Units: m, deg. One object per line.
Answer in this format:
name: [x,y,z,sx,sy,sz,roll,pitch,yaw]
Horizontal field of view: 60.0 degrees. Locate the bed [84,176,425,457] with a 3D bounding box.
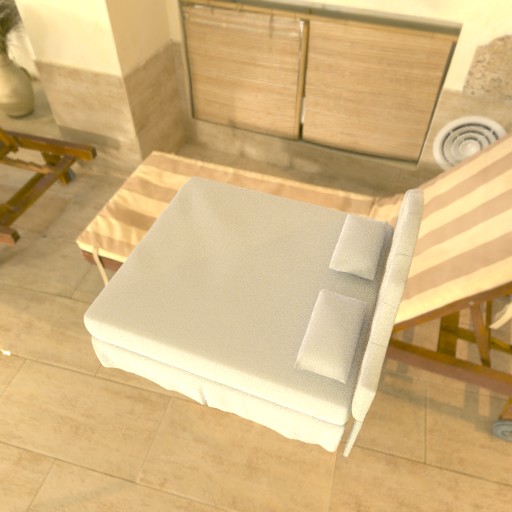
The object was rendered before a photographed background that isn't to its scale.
bed: [0.000,0.000,3.606,2.214,1.615,2.008,16,49,14]
